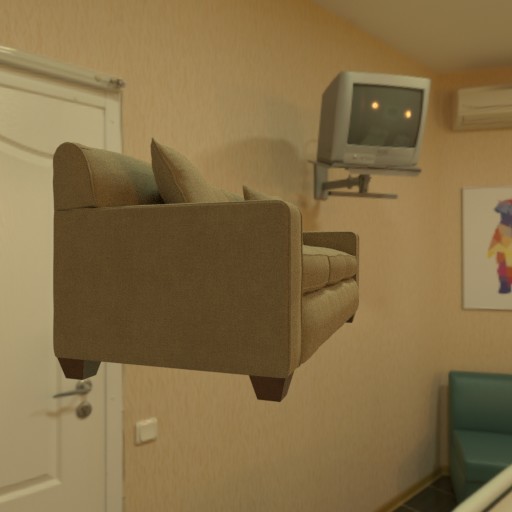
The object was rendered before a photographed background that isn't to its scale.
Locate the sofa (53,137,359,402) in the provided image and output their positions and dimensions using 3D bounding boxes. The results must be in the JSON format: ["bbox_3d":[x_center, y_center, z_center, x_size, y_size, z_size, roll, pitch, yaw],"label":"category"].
[{"bbox_3d":[0.000,0.000,2.499,0.997,0.958,2.024,0,0,19],"label":"sofa"}]
